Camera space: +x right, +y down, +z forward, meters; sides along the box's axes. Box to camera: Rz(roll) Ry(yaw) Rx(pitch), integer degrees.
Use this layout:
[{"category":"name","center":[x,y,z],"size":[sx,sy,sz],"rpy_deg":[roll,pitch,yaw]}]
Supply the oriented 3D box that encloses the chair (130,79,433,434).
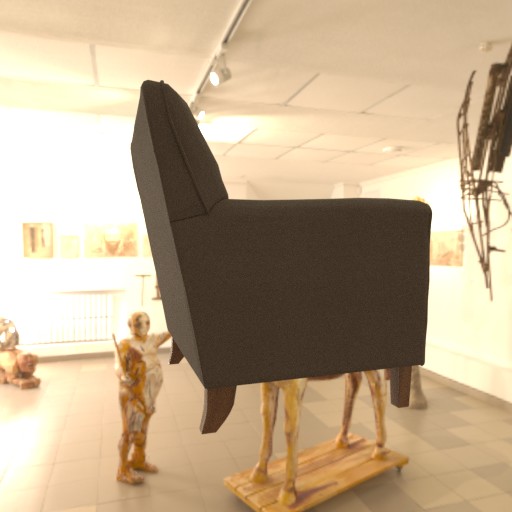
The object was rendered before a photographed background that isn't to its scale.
[{"category":"chair","center":[0.000,0.000,1.577],"size":[0.831,0.911,0.836],"rpy_deg":[-1,2,-18]}]
